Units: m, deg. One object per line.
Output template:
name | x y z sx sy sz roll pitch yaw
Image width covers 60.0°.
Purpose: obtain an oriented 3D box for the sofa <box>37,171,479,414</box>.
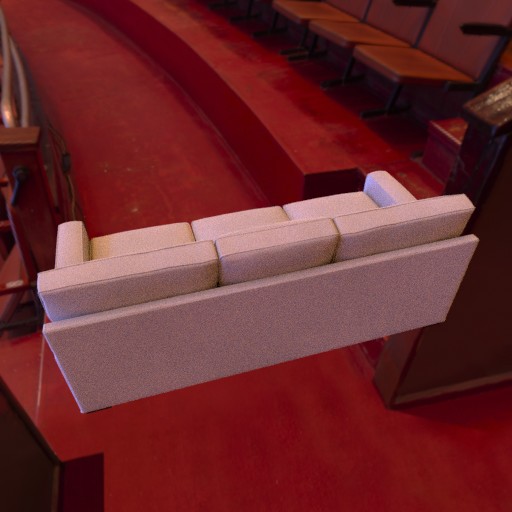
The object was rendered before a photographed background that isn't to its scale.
sofa | 0.000 0.000 2.500 2.088 0.862 0.935 -11 43 -12
